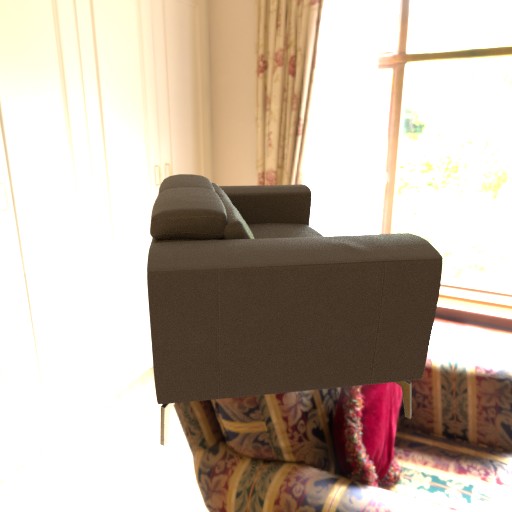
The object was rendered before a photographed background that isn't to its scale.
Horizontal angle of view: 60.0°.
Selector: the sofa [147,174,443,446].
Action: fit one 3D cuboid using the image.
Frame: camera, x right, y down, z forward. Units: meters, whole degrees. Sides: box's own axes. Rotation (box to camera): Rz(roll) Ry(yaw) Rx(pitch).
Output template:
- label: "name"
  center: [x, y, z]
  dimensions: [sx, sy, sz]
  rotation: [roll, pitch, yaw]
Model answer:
- label: "sofa"
  center: [0.000, 0.000, 2.352]
  dimensions: [1.003, 0.779, 1.895]
  rotation: [-3, 16, -9]
